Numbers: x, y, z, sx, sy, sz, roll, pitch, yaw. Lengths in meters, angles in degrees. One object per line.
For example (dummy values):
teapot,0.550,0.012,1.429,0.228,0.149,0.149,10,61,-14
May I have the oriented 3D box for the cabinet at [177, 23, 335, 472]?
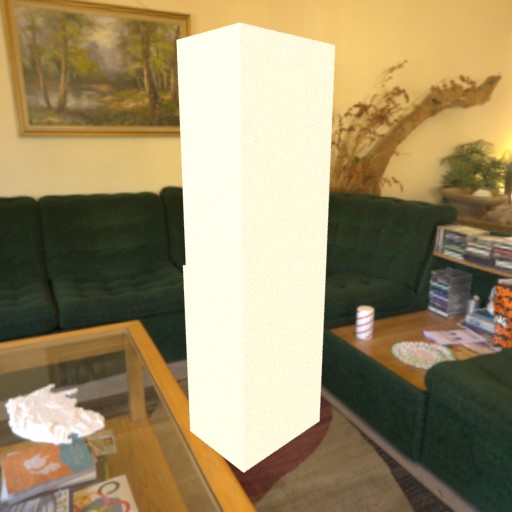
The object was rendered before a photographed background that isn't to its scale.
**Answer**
cabinet,0.000,0.000,1.531,0.400,1.350,0.300,-14,20,-42
